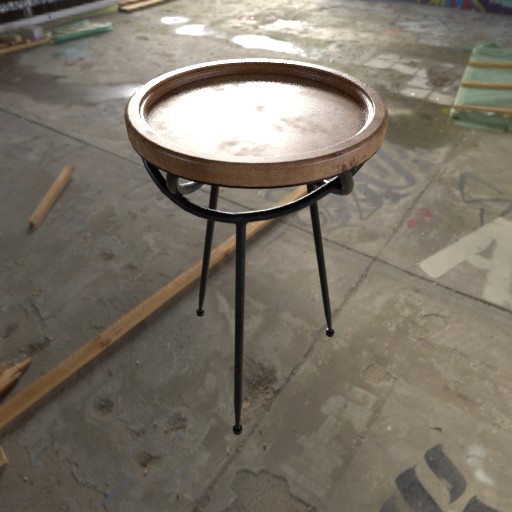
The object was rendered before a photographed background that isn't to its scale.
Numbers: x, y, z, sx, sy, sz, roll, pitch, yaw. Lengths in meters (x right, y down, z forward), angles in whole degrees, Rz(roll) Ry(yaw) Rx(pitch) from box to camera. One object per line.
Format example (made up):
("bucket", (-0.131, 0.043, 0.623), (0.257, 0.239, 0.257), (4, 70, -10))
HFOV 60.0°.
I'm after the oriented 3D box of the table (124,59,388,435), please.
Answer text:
("table", (0.000, 0.000, 0.922), (0.414, 0.664, 0.418), (-25, 47, -26))
